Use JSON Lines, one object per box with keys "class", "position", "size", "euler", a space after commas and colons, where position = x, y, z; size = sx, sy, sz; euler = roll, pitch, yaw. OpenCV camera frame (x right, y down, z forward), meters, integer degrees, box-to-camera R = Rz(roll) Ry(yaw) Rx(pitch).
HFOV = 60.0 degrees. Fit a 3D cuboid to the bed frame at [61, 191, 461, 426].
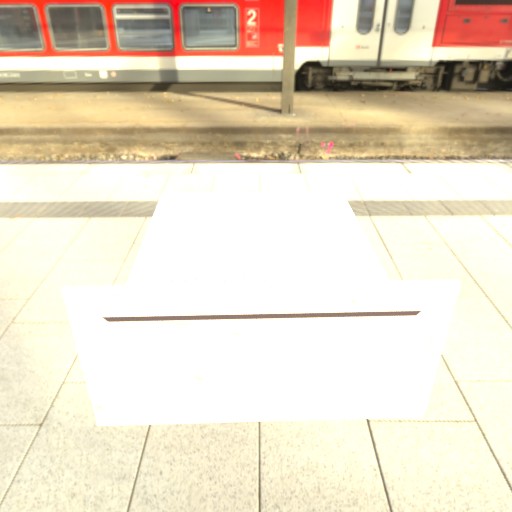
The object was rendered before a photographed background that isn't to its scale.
{"class": "bed frame", "position": [0.000, 0.000, 3.113], "size": [1.800, 0.900, 2.080], "euler": [-1, 30, -2]}
